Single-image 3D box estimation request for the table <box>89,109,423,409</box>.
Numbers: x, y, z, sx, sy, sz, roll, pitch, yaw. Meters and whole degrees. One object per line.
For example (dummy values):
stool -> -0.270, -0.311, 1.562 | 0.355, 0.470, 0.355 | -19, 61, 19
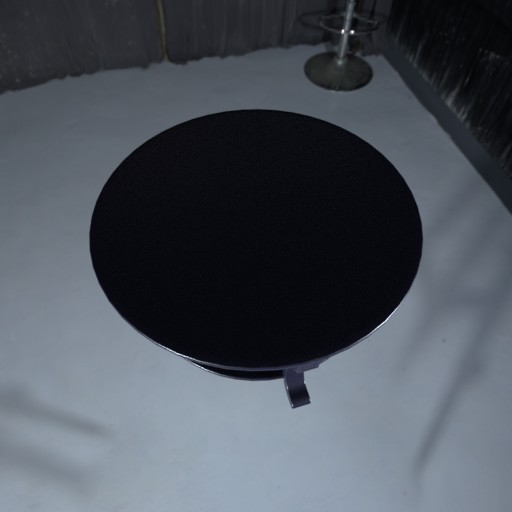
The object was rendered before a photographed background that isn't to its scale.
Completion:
table -> 0.000, 0.000, 1.588 | 1.029, 0.491, 1.029 | 0, 55, 0
